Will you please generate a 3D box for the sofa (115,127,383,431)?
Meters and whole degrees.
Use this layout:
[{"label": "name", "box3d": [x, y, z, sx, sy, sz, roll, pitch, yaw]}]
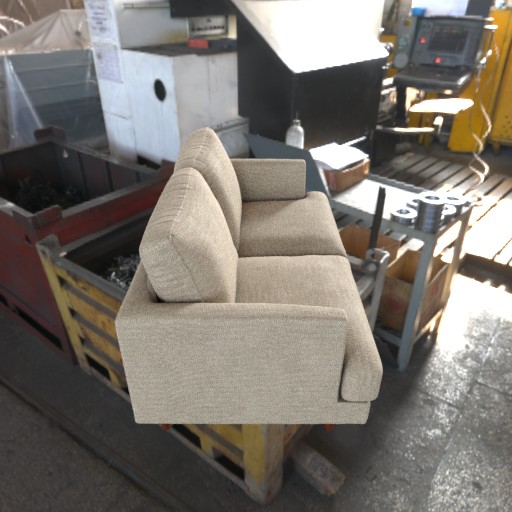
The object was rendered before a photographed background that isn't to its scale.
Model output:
[{"label": "sofa", "box3d": [0.000, 0.000, 2.179, 0.903, 0.944, 1.582, 0, 31, 0]}]
